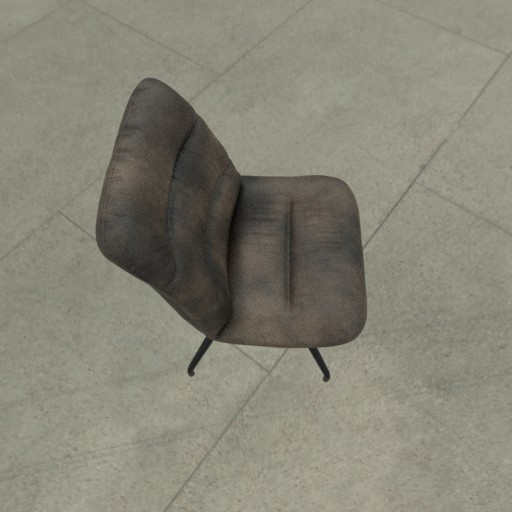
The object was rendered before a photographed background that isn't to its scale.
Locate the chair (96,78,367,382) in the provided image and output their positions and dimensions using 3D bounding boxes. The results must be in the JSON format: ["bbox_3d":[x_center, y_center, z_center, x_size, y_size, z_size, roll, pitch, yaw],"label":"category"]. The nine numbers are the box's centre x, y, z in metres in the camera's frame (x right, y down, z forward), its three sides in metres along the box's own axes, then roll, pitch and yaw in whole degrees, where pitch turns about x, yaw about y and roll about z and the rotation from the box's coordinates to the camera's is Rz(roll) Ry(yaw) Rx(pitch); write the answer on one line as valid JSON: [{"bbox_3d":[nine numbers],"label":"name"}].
[{"bbox_3d":[0.000,0.000,1.279,0.622,0.870,0.549,2,61,1],"label":"chair"}]
